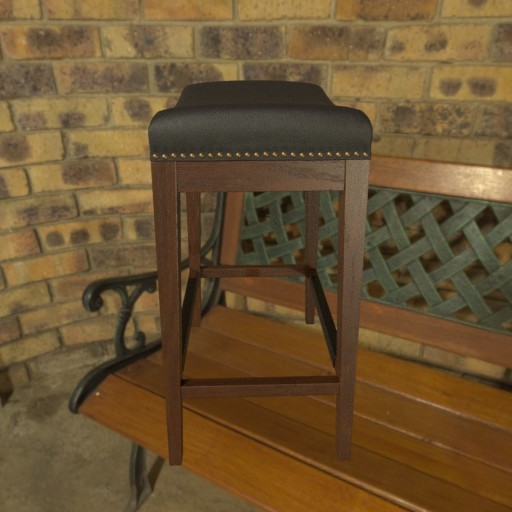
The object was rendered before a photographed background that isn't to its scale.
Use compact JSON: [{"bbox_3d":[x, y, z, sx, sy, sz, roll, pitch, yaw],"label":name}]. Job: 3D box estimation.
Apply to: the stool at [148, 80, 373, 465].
[{"bbox_3d":[0.000,0.000,0.939,0.353,0.664,0.490,-1,26,-2],"label":"stool"}]
